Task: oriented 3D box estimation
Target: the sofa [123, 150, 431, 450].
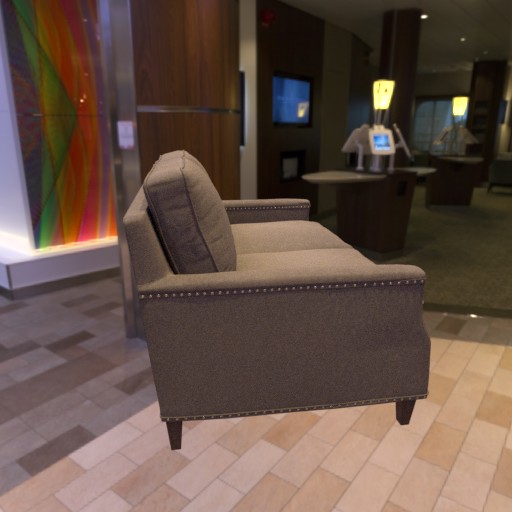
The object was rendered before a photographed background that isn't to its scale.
[{"bbox_3d":[0.000,0.000,2.226,1.084,1.003,1.597,-3,17,-9],"label":"sofa"}]
